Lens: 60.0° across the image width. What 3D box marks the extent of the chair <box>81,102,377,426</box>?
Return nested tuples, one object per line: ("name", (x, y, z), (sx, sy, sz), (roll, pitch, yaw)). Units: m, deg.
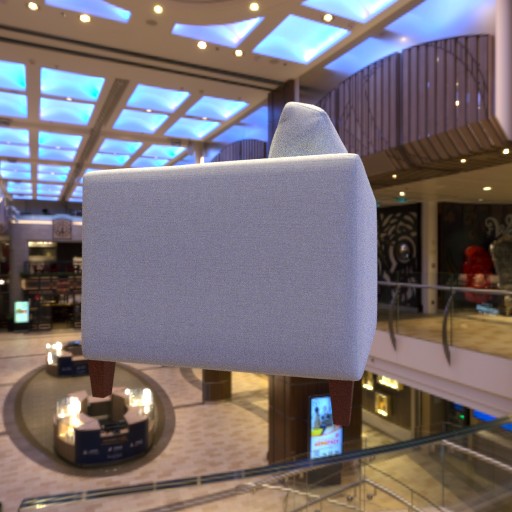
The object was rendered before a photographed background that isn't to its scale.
("chair", (0.000, 0.000, 1.861), (0.953, 0.961, 1.107), (0, 0, 18))
